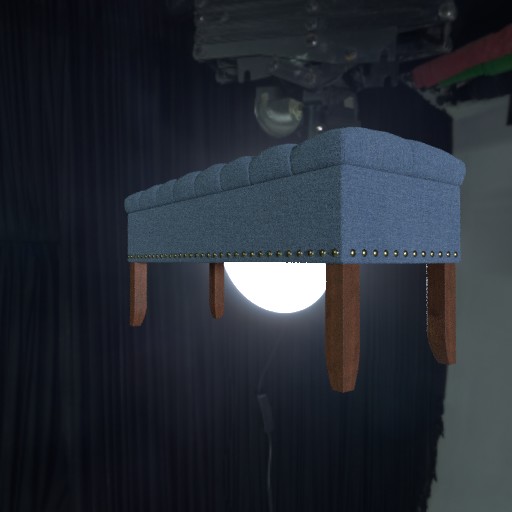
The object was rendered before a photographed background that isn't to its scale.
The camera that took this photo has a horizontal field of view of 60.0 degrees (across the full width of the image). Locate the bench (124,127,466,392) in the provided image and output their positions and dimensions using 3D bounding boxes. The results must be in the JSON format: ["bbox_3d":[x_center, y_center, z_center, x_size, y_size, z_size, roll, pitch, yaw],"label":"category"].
[{"bbox_3d":[0.000,0.000,1.299,0.417,0.492,1.052,0,-1,-37],"label":"bench"}]
